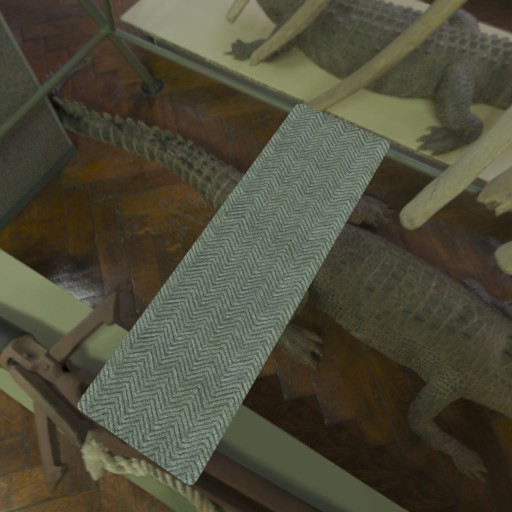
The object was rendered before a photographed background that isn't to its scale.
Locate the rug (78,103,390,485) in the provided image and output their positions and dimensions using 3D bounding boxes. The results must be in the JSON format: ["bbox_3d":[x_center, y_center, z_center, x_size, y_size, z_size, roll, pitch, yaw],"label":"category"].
[{"bbox_3d":[0.000,0.000,2.498,0.686,0.008,2.286,28,67,13],"label":"rug"}]
